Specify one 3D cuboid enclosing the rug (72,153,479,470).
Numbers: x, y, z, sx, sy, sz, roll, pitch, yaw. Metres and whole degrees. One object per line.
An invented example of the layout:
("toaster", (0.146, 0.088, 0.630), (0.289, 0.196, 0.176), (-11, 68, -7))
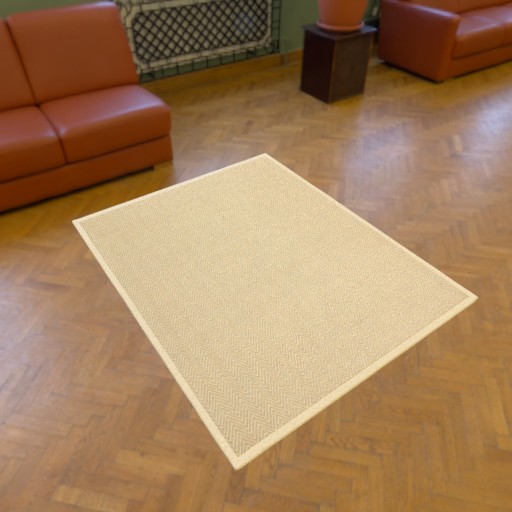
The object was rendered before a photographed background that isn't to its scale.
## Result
("rug", (0.000, 0.000, 4.071), (2.423, 0.019, 3.009), (-25, 47, -26))
